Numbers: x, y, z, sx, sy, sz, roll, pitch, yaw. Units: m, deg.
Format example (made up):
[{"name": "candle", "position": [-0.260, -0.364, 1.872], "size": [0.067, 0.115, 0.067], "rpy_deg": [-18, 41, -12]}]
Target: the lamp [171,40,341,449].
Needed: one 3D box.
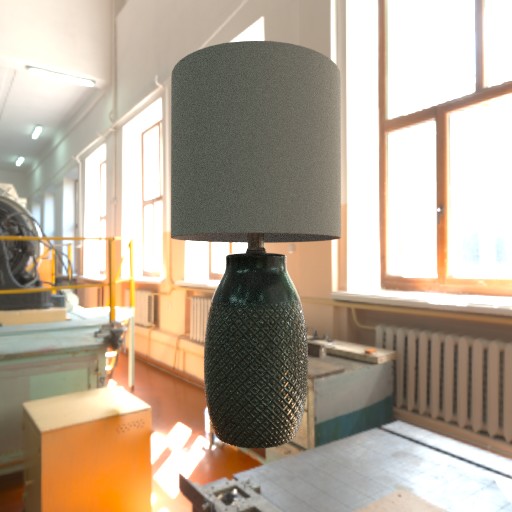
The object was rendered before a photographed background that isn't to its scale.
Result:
[{"name": "lamp", "position": [0.000, 0.000, 0.573], "size": [0.217, 0.453, 0.217], "rpy_deg": [0, -1, 0]}]
